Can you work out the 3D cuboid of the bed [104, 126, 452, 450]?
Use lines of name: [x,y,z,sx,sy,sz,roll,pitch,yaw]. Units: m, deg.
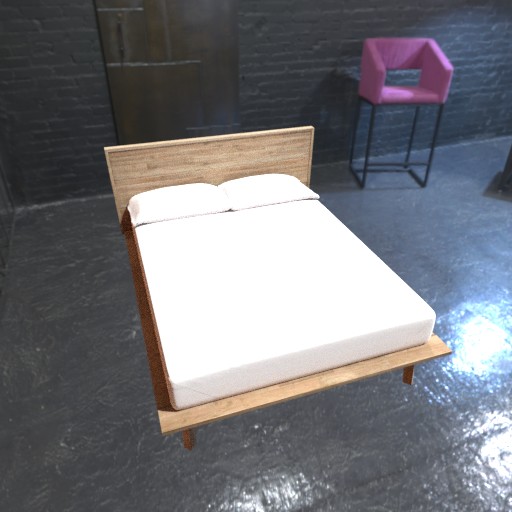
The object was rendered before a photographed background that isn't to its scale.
bed: [0.000,0.000,3.111,1.759,1.071,2.145,-10,34,-16]
